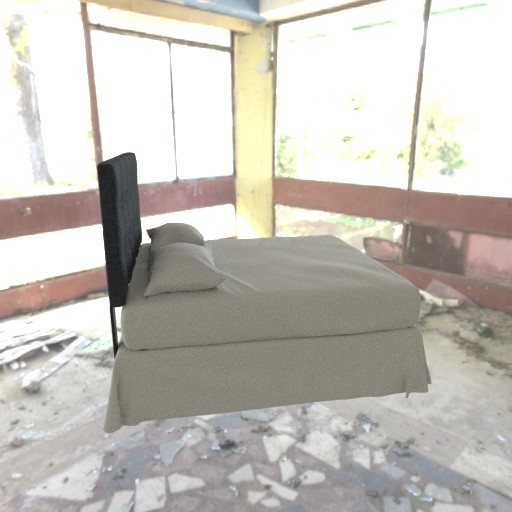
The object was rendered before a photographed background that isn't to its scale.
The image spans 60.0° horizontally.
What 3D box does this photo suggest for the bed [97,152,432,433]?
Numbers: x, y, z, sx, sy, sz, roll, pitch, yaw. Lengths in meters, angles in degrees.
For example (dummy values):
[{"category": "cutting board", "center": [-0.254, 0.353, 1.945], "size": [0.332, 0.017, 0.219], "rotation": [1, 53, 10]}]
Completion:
[{"category": "bed", "center": [0.000, 0.000, 3.538], "size": [2.222, 1.577, 1.936], "rotation": [-3, 16, -10]}]
